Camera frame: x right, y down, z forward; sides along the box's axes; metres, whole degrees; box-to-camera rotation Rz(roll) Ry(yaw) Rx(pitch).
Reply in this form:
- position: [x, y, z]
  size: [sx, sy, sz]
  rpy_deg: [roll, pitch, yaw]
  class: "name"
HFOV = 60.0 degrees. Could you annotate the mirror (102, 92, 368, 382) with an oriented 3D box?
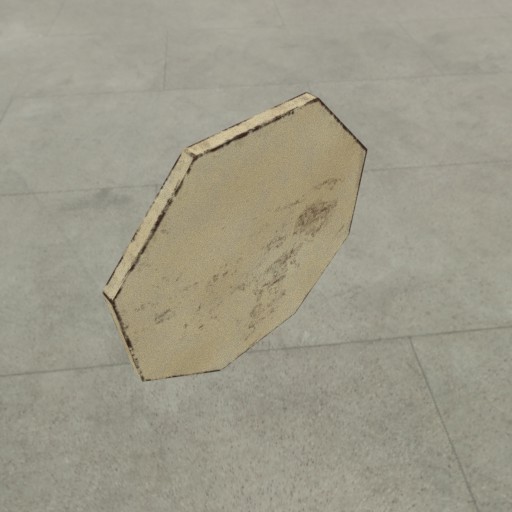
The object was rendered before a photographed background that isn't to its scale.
- position: [0.000, 0.000, 0.960]
  size: [0.648, 0.648, 0.031]
  rpy_deg: [-33, 55, -27]
  class: "mirror"
